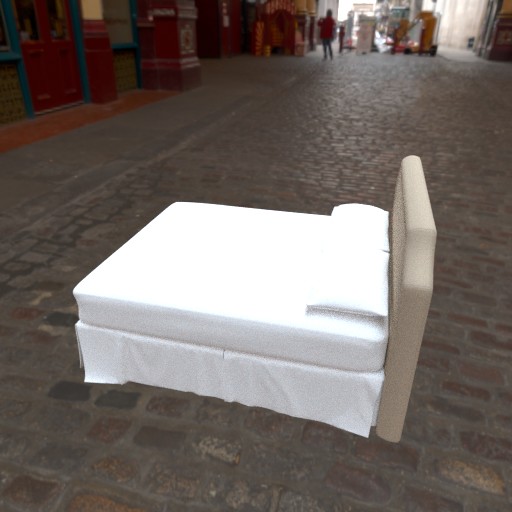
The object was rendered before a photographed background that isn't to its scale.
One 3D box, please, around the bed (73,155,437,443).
[{"bbox_3d":[0.000,0.000,3.286,2.204,1.301,1.828,7,29,13],"label":"bed"}]
